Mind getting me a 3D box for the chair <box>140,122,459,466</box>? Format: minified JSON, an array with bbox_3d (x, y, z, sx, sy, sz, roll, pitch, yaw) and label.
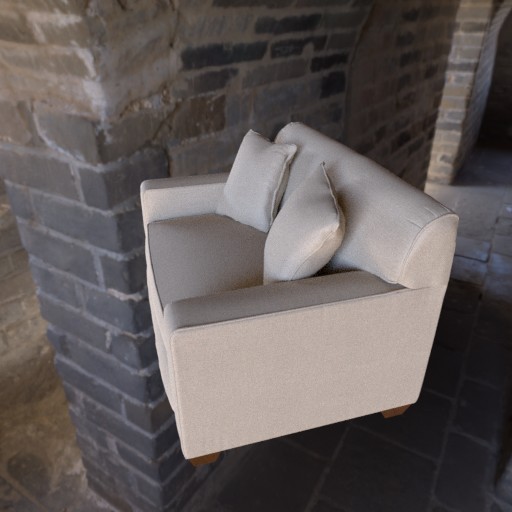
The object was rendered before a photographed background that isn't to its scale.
[{"bbox_3d":[0.000,0.000,2.046,1.000,0.948,1.383,-8,30,-14],"label":"chair"}]
